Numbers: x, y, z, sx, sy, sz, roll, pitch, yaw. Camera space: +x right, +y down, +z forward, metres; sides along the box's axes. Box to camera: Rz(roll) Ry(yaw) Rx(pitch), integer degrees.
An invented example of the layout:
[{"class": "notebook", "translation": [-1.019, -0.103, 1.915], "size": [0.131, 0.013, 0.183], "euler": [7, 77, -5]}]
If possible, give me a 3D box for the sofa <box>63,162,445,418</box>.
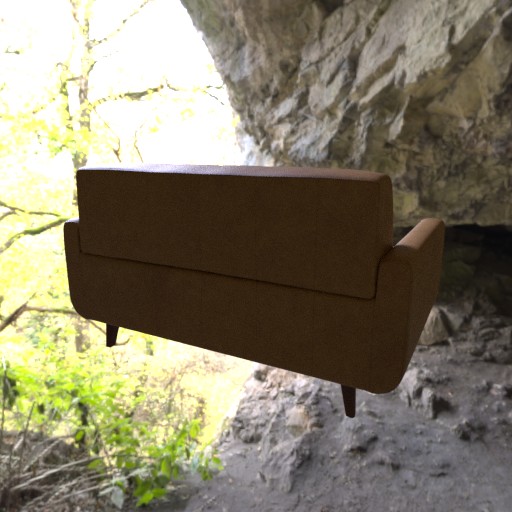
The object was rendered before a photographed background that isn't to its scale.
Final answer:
[{"class": "sofa", "translation": [0.000, 0.000, 2.222], "size": [1.651, 0.925, 0.952], "euler": [8, 16, 27]}]
